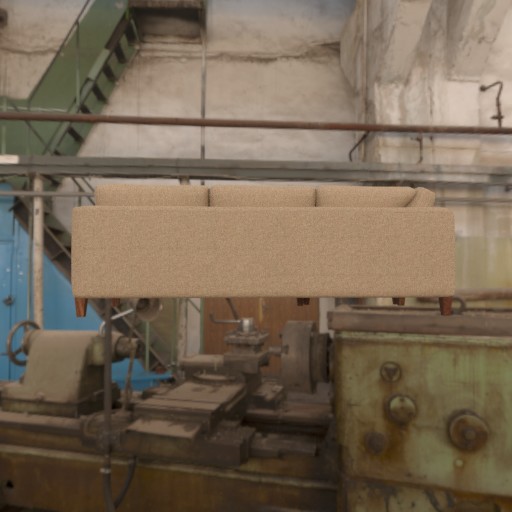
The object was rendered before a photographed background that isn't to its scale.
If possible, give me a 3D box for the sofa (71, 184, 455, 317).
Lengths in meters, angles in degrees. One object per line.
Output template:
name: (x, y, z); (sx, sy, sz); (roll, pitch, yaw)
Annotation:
sofa: (0.000, 0.000, 4.555); (2.551, 0.889, 3.403); (0, -2, -2)
